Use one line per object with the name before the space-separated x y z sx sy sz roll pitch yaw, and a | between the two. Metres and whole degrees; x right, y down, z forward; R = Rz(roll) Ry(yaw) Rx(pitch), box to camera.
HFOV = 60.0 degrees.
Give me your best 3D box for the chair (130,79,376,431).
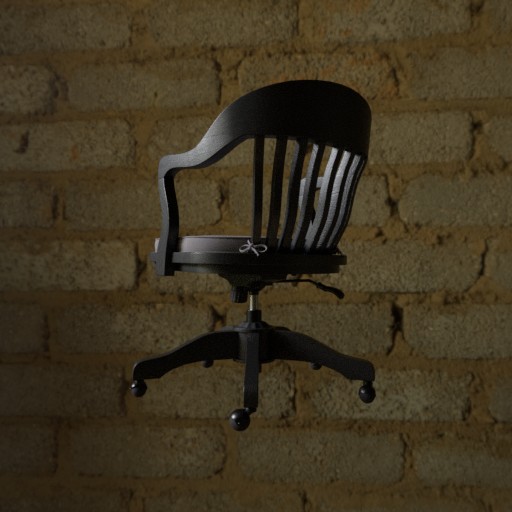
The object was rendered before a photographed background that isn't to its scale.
chair | 0.000 0.000 1.463 0.750 0.878 0.788 1 -2 -35
